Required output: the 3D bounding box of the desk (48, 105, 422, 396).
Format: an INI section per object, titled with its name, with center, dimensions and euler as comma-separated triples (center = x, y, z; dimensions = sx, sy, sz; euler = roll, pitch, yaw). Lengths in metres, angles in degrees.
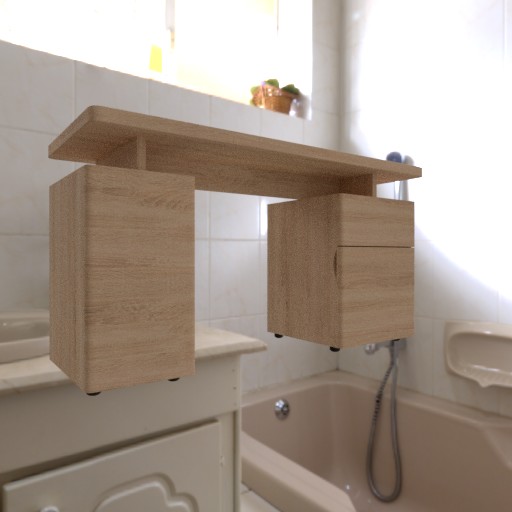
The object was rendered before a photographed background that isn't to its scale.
[desk]
center = 0.000, 0.000, 1.729
dimensions = 1.400, 0.760, 0.550
euler = 0, 0, -36
